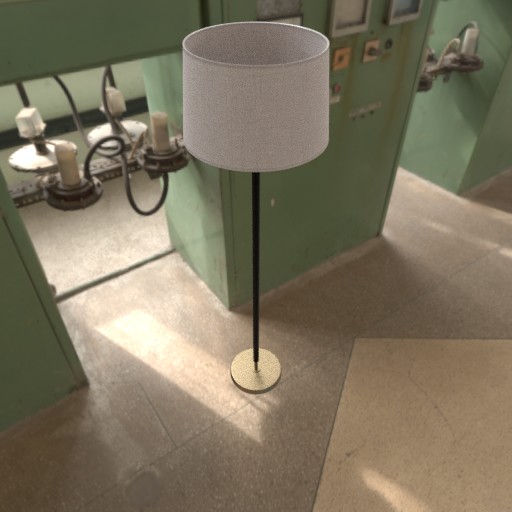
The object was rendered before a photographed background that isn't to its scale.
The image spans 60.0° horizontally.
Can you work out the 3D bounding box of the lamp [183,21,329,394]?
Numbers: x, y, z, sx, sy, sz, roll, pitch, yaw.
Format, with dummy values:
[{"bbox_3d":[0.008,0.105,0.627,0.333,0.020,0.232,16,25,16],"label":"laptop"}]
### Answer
[{"bbox_3d":[0.000,0.000,1.597,0.420,1.447,0.420,0,41,0],"label":"lamp"}]
